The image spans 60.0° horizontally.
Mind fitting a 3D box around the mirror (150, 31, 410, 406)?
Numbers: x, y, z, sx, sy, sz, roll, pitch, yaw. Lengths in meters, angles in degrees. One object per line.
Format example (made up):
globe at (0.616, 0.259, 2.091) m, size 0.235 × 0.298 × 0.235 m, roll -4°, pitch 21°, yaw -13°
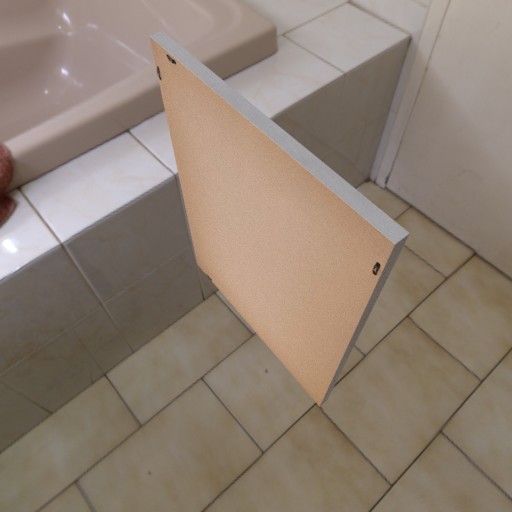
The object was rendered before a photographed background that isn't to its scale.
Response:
mirror at (0.000, 0.000, 1.312) m, size 0.041 × 1.016 × 0.762 m, roll -34°, pitch 63°, yaw -20°
